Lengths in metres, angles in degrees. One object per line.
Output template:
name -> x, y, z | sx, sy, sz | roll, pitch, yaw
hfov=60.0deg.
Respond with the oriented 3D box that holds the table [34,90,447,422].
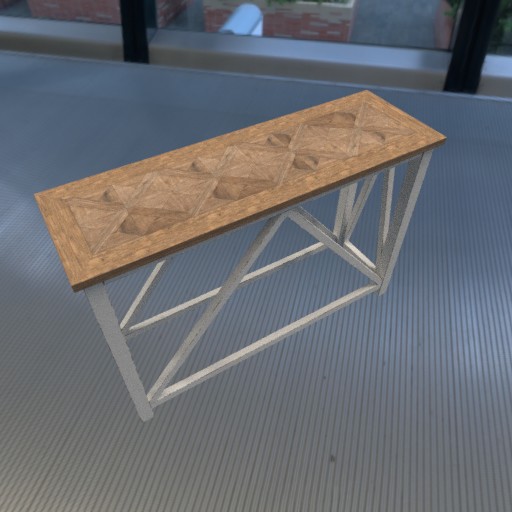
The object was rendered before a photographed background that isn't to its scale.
table -> 0.000, 0.000, 1.877 | 1.400, 0.930, 0.450 | -24, 51, -21
